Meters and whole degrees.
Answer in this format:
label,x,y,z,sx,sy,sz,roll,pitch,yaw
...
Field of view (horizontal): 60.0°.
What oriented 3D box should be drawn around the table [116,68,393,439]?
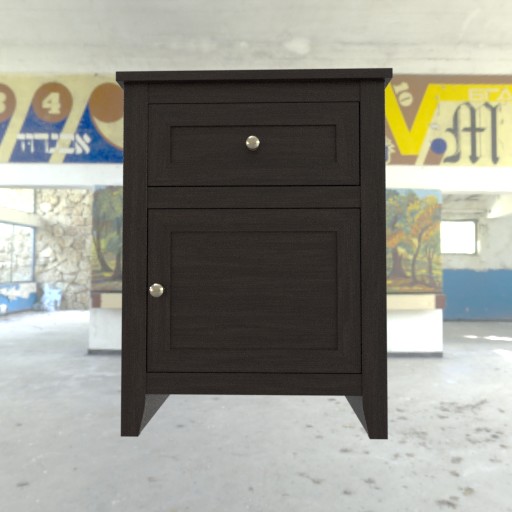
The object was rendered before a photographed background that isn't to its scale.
label,x,y,z,sx,sy,sz,roll,pitch,yaw
table,0.000,0.000,0.943,0.480,0.635,0.381,0,-2,2
